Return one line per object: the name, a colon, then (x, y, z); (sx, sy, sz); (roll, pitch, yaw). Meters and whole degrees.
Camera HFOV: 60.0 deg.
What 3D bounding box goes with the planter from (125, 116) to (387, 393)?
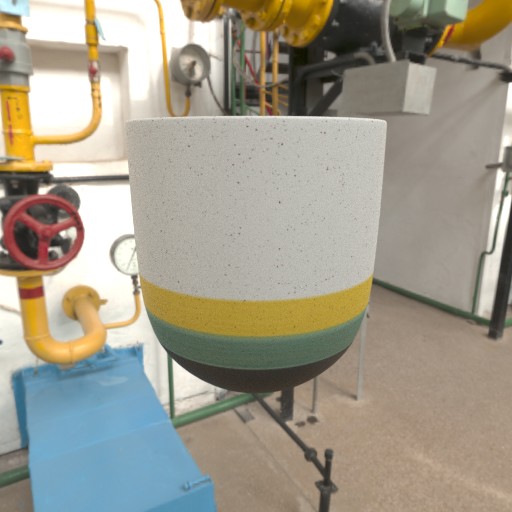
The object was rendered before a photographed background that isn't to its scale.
planter: (0.000, 0.000, 0.370); (0.195, 0.214, 0.195); (0, 15, 0)
